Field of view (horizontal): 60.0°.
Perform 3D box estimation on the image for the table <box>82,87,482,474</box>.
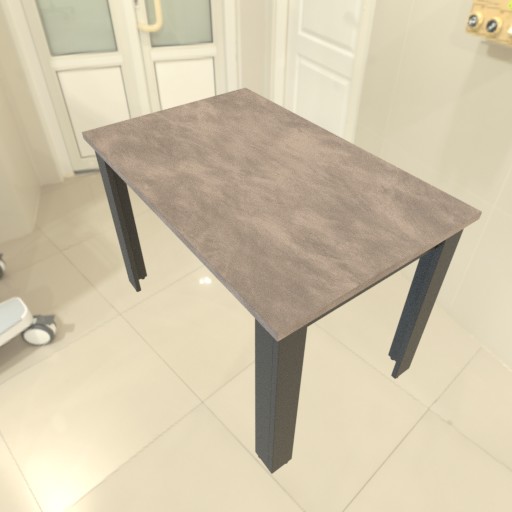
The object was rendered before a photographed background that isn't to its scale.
[{"bbox_3d":[0.000,0.000,1.608,0.700,0.734,1.100,-26,48,-26],"label":"table"}]
